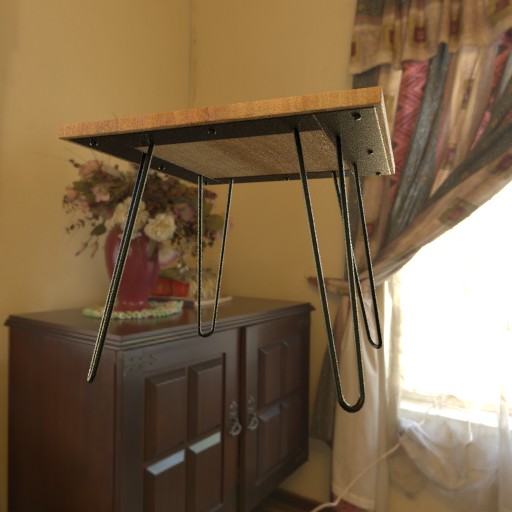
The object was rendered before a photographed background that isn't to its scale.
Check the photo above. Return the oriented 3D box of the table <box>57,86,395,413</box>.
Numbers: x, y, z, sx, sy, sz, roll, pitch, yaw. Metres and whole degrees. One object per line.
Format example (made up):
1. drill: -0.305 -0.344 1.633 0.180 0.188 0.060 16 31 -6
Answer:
1. table: 0.000 0.000 1.032 0.599 0.500 0.599 0 0 19
